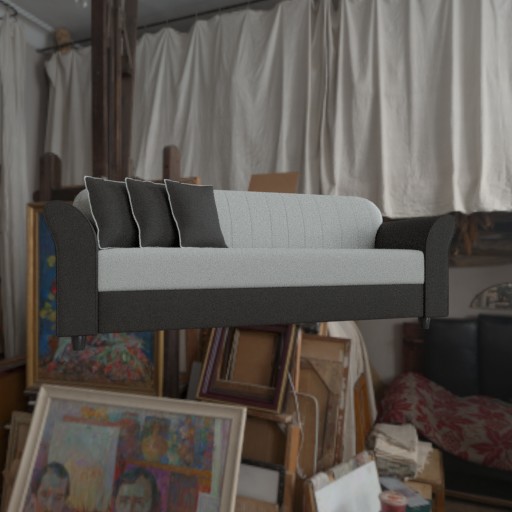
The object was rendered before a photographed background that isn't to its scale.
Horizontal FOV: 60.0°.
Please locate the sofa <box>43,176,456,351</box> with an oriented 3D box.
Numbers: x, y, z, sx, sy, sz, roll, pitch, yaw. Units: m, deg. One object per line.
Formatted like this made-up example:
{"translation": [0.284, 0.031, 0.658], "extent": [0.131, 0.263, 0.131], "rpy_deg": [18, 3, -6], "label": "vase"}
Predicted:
{"translation": [0.000, 0.000, 2.399], "extent": [2.001, 0.787, 0.755], "rpy_deg": [0, 0, -18], "label": "sofa"}
